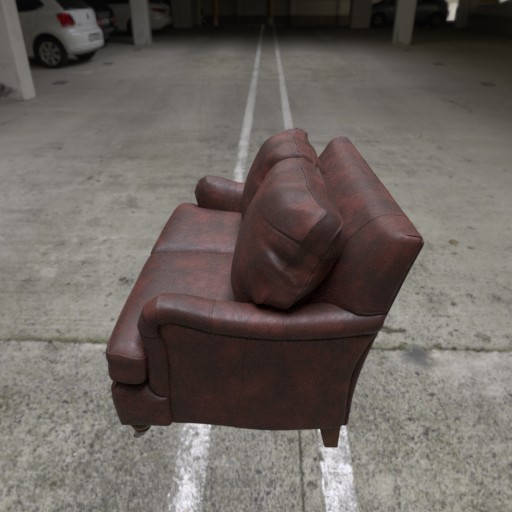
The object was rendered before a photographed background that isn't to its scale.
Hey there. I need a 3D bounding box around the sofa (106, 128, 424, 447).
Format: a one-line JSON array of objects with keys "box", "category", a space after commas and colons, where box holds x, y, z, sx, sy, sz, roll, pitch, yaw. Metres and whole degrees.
[{"box": [0.000, 0.000, 2.319, 1.148, 1.070, 1.628, 1, 27, 1], "category": "sofa"}]
